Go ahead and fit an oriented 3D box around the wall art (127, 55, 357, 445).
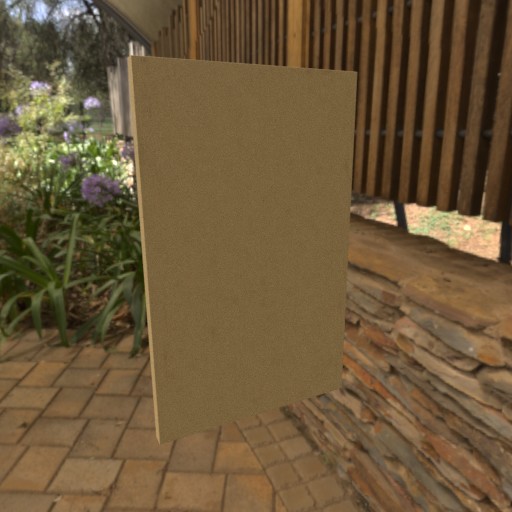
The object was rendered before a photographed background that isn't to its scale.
[{"bbox_3d":[0.000,0.000,1.016,0.510,0.810,0.039,-8,17,-26],"label":"wall art"}]
